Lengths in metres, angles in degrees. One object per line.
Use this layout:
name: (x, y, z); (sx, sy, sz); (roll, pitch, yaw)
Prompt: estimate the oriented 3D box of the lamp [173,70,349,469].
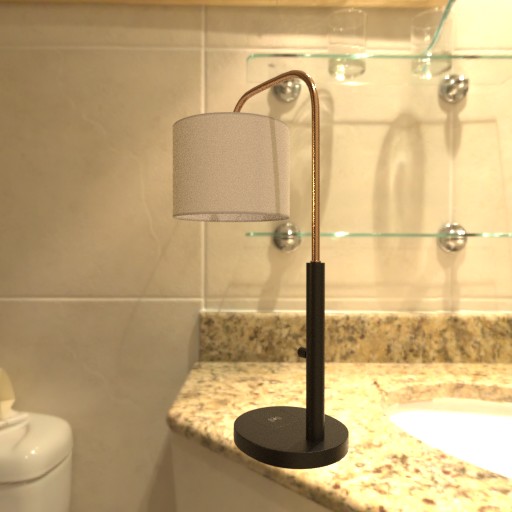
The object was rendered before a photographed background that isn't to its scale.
lamp: (0.000, 0.000, 0.710); (0.199, 0.540, 0.337); (-1, 1, -37)
